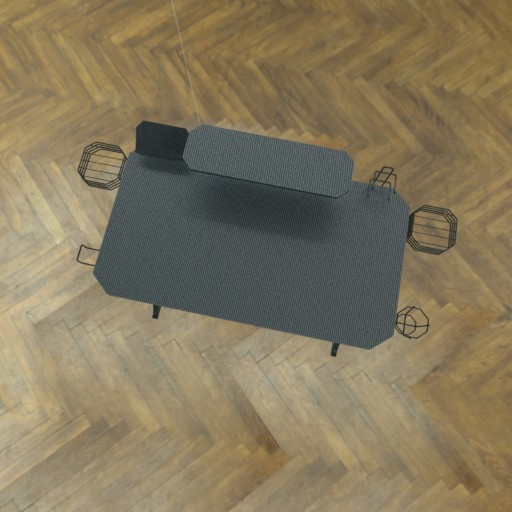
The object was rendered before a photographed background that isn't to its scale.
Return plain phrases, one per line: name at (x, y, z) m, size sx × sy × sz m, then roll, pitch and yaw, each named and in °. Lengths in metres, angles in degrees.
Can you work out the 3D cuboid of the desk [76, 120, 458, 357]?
desk at (0.000, 0.000, 1.728) m, size 1.290 × 0.880 × 0.580 m, roll 11°, pitch 76°, yaw 3°
